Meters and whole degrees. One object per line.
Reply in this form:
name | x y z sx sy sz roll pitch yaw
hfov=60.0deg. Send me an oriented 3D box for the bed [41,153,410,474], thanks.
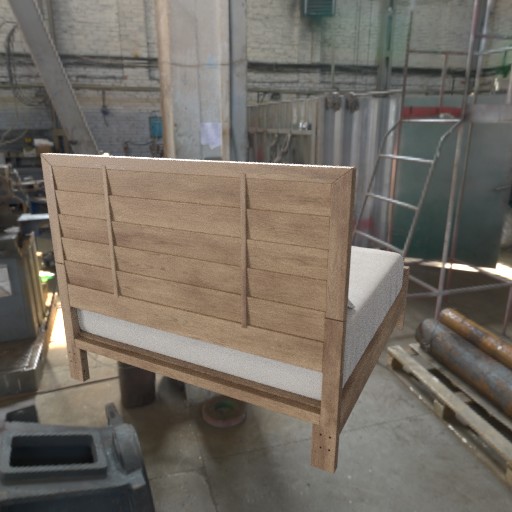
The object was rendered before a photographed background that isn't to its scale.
bed | 0.000 0.000 3.479 2.032 1.626 2.062 9 19 26
